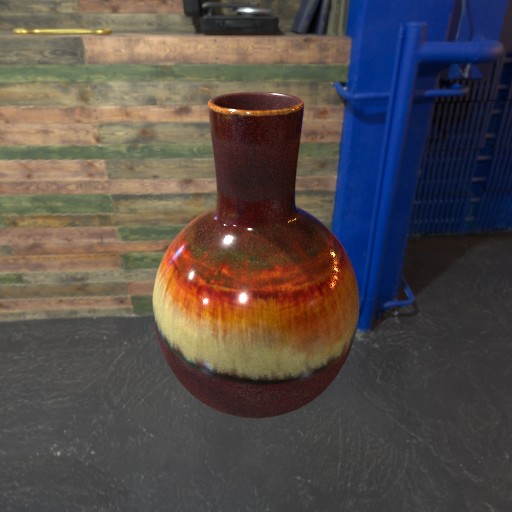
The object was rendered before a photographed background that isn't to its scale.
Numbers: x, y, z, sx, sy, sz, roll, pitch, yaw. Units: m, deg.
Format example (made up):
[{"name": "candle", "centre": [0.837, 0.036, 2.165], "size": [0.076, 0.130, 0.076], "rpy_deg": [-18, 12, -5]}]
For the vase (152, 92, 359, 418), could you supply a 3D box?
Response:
[{"name": "vase", "centre": [0.000, 0.000, 0.229], "size": [0.111, 0.154, 0.111], "rpy_deg": [0, 31, 0]}]
